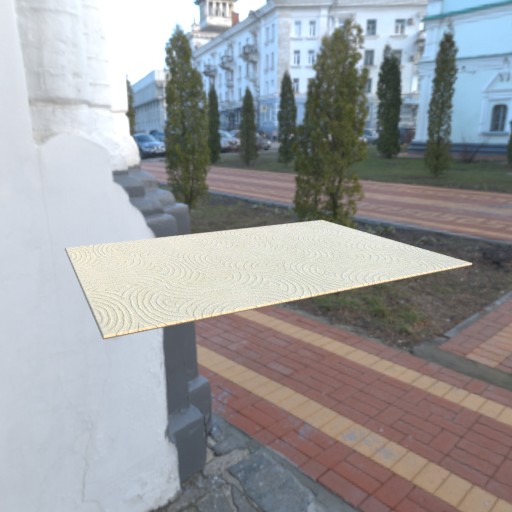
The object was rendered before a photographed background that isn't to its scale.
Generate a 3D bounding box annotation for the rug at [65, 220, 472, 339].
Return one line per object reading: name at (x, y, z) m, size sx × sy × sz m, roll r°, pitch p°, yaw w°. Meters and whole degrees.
rug at (0.000, 0.000, 2.834) m, size 2.132 × 0.015 × 1.526 m, roll -8°, pitch 18°, yaw -27°
